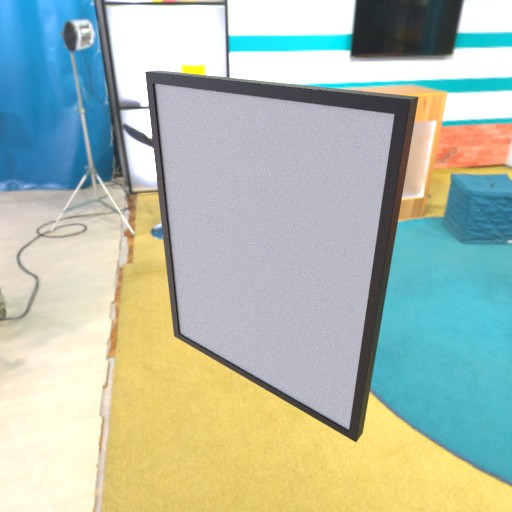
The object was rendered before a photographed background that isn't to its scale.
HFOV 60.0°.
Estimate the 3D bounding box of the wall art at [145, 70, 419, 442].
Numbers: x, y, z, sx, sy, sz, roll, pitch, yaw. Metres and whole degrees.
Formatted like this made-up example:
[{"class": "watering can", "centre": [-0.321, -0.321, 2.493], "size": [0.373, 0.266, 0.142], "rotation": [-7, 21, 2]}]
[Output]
[{"class": "wall art", "centre": [0.000, 0.000, 0.538], "size": [0.325, 0.397, 0.018], "rotation": [21, 35, 33]}]
